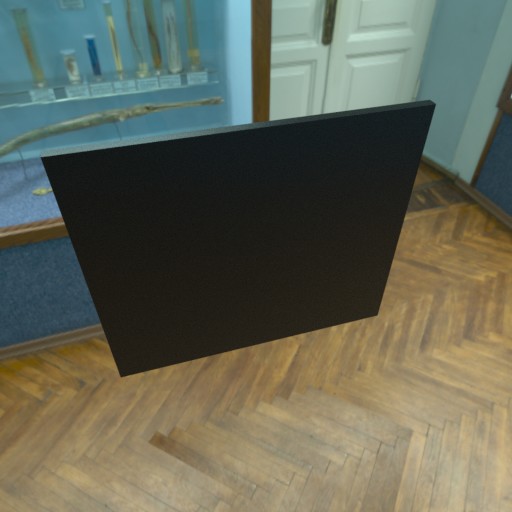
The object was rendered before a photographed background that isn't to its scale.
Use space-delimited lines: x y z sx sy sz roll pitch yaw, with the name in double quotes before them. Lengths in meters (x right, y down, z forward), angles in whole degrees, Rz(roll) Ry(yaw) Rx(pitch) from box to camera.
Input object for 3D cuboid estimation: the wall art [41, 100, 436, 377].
"wall art" 0.000 0.000 0.529 0.383 0.332 0.012 -11 43 -12
